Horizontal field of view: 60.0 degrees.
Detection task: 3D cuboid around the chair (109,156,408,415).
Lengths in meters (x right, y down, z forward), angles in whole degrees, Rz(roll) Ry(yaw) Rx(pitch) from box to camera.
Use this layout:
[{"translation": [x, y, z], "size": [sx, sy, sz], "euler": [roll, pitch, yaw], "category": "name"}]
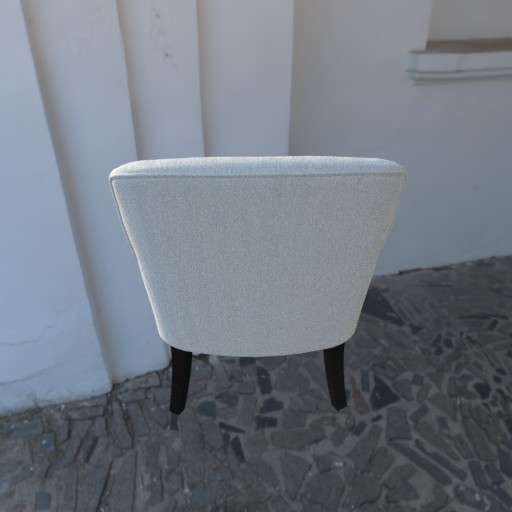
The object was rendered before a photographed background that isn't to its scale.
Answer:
[{"translation": [0.000, 0.000, 1.493], "size": [0.781, 0.875, 0.750], "euler": [-1, 30, -2], "category": "chair"}]
